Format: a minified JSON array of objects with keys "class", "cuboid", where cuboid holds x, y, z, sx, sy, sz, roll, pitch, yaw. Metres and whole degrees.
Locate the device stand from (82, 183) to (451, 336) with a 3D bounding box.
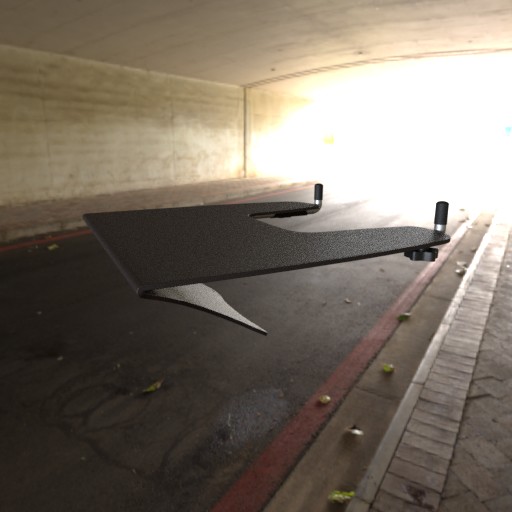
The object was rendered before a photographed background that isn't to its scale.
[{"class":"device stand","cuboid":[0.000,0.000,0.349,0.230,0.092,0.230,-7,16,-26]}]
